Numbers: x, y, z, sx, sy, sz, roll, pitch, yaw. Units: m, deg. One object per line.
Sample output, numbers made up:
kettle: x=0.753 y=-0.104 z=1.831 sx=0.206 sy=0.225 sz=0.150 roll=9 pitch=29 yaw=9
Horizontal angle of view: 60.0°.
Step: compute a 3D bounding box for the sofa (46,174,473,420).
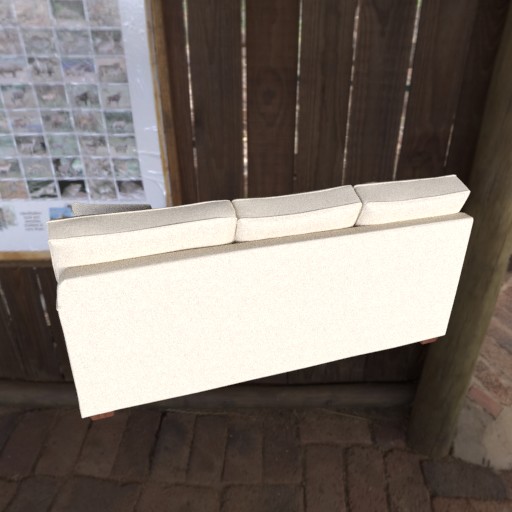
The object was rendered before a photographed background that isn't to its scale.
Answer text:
sofa: x=0.000 y=0.000 z=2.469 sx=1.963 sy=0.946 sz=1.034 roll=-8 pitch=28 yaw=-16
